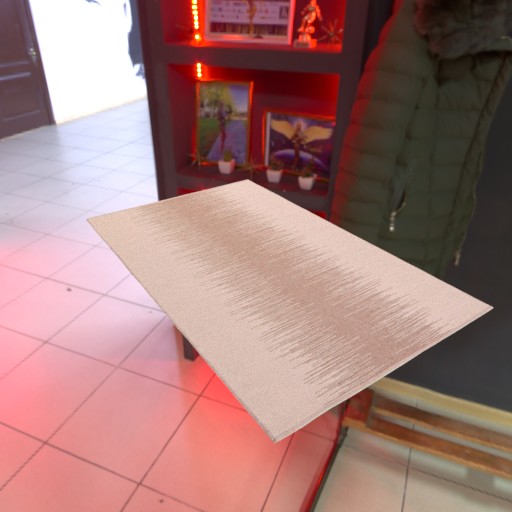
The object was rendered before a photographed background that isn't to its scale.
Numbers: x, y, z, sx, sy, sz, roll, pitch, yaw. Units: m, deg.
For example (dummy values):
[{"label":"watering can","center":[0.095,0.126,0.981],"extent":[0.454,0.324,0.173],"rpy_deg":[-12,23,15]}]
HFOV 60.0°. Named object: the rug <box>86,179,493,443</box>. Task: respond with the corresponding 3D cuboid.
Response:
[{"label":"rug","center":[0.000,0.000,2.948],"extent":[1.522,0.012,2.440],"rpy_deg":[-19,35,-30]}]
